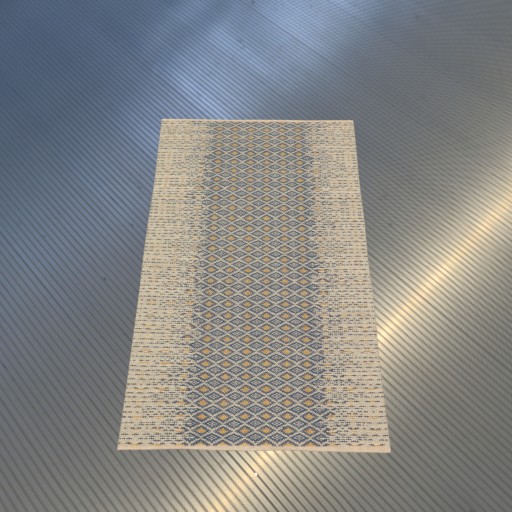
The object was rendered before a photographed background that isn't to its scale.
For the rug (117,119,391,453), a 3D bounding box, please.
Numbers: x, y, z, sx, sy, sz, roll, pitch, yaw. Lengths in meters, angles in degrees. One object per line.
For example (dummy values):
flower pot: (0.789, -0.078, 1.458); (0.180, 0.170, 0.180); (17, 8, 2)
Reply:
rug: (0.000, 0.000, 3.030); (1.541, 0.008, 2.448); (1, 64, 0)
